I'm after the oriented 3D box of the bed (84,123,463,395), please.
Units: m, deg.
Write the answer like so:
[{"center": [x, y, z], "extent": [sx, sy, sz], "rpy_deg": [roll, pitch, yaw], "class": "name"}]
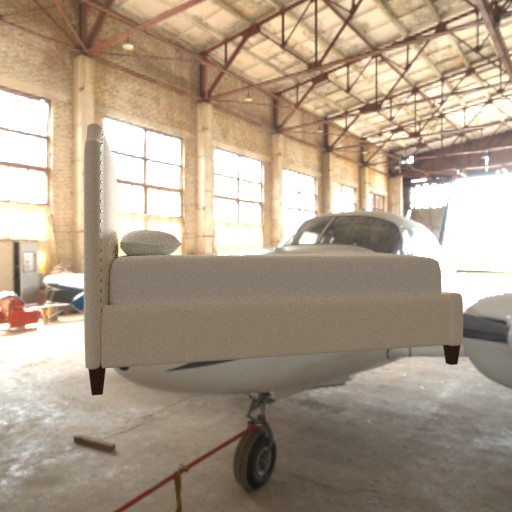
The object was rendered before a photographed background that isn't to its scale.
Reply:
[{"center": [0.000, 0.000, 3.388], "extent": [2.365, 1.443, 1.712], "rpy_deg": [0, 0, -17], "class": "bed"}]
